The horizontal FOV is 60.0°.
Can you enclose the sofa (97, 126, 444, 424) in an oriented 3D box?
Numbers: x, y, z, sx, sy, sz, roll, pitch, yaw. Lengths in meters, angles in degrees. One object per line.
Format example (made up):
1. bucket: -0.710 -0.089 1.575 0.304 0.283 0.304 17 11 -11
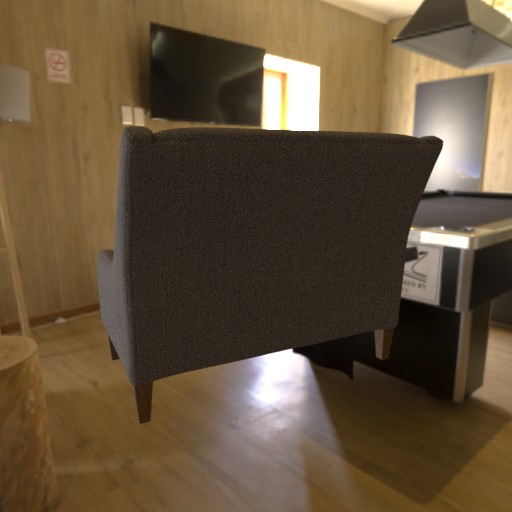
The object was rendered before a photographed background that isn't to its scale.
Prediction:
1. sofa: 0.000 0.000 1.934 1.242 1.022 0.873 -6 14 -26
